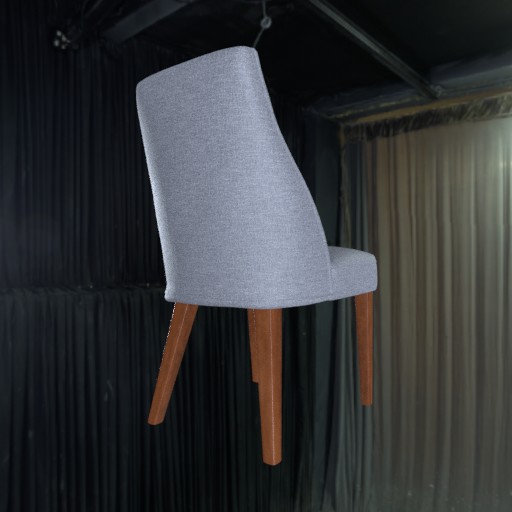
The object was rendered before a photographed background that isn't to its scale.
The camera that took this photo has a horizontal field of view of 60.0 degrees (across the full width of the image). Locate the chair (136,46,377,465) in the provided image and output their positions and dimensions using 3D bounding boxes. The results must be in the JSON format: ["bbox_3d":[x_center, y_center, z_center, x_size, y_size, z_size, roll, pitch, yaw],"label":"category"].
[{"bbox_3d":[0.000,0.000,1.280,0.500,0.930,0.620,0,0,37],"label":"chair"}]
